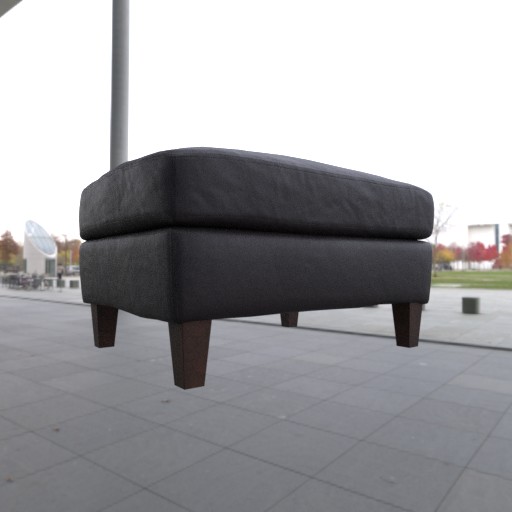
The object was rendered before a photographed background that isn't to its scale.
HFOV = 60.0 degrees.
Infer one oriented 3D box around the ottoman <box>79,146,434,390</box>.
[{"bbox_3d":[0.000,0.000,1.300,0.887,0.529,0.659,1,-2,-37],"label":"ottoman"}]
